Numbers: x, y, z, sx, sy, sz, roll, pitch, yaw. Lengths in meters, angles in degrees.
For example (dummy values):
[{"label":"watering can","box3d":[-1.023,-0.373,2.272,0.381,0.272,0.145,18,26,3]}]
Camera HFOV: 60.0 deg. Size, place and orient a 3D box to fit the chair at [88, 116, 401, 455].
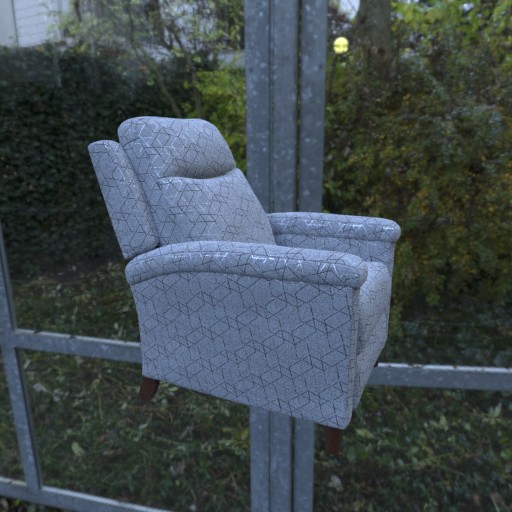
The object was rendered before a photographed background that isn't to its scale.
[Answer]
[{"label":"chair","box3d":[0.000,0.000,1.736,0.987,1.048,0.753,7,17,25]}]
